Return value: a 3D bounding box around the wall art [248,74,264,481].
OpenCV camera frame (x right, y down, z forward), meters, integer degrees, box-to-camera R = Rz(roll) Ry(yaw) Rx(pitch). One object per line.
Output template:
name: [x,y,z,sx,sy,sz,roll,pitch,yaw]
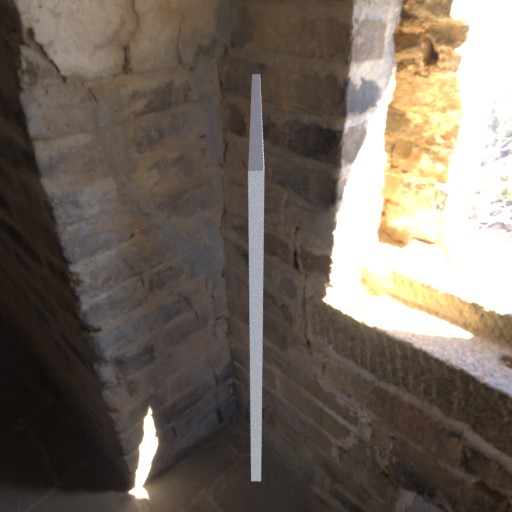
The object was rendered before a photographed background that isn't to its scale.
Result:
wall art: [0.000,0.000,1.004,0.020,0.661,0.664,0,32,0]
